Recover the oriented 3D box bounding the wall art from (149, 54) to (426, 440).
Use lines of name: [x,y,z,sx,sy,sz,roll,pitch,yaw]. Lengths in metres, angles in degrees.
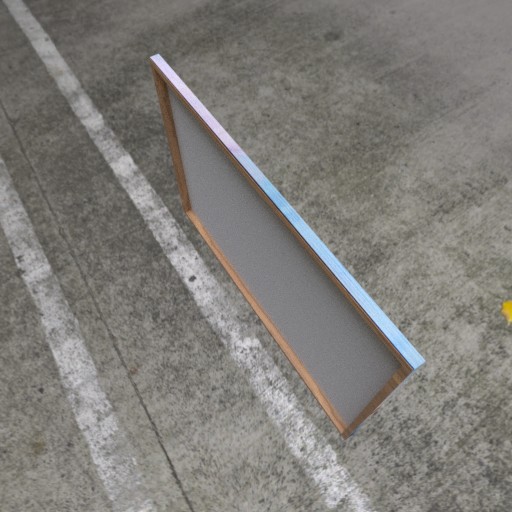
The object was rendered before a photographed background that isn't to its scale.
wall art: [0.000,0.000,0.748,0.018,0.402,0.604,-29,62,-17]
